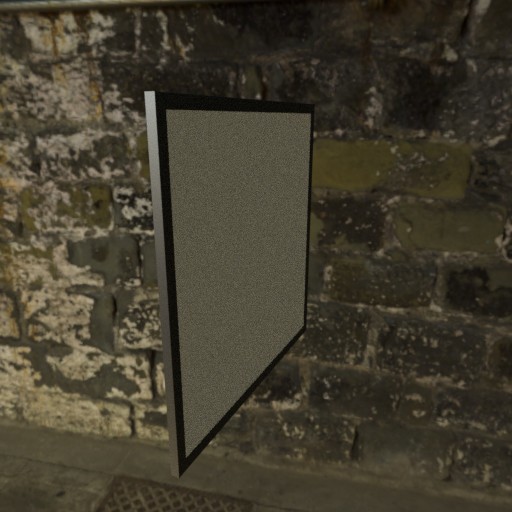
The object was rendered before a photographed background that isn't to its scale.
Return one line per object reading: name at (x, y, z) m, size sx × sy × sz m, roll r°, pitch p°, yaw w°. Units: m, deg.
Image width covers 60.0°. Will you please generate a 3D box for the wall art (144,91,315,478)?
wall art at (0.000, 0.000, 1.214) m, size 0.022 × 0.807 × 0.807 m, roll 8°, pitch 19°, yaw 25°
